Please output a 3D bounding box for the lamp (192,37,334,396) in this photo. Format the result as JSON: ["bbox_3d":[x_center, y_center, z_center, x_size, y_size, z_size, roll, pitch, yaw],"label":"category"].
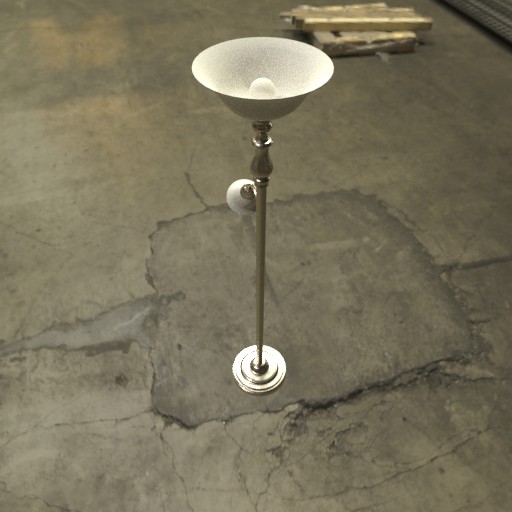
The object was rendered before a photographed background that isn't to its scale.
[{"bbox_3d":[0.000,0.000,1.980,0.405,1.785,0.575,-10,48,-9],"label":"lamp"}]
